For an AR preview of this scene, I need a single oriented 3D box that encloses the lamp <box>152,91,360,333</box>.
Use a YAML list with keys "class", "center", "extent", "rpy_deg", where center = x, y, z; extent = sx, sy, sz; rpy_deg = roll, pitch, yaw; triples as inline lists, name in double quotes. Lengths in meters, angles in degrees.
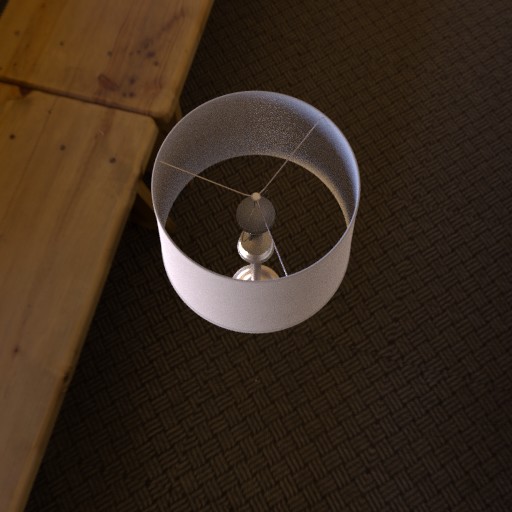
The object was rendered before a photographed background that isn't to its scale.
- class: "lamp"
  center: [0.000, 0.000, 0.890]
  extent: [0.331, 0.698, 0.331]
  rpy_deg: [0, 74, 0]
